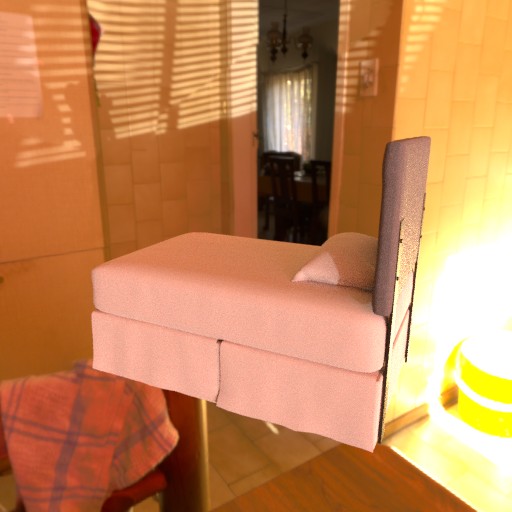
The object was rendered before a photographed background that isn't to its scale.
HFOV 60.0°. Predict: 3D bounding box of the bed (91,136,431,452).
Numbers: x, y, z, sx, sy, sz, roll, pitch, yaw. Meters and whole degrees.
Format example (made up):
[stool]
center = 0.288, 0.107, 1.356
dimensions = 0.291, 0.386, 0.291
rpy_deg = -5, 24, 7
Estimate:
[bed]
center = 0.000, 0.000, 3.005
dimensions = 1.997, 1.571, 1.261
rpy_deg = 8, 18, 25
